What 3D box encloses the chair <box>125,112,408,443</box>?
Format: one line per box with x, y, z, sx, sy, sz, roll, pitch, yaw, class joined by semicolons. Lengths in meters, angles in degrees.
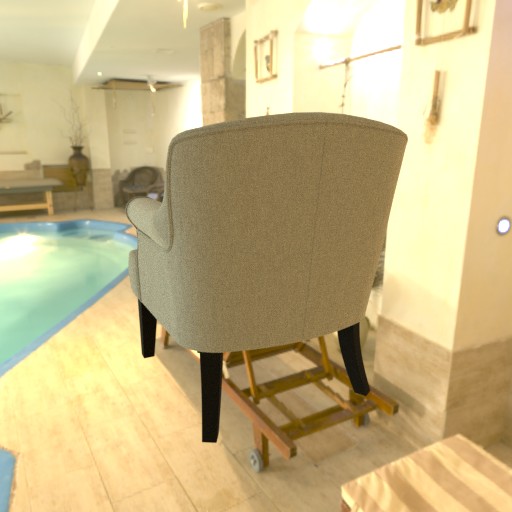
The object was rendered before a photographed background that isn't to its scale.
0.000;0.000;1.480;0.772;0.880;0.755;-7;16;-25;chair
